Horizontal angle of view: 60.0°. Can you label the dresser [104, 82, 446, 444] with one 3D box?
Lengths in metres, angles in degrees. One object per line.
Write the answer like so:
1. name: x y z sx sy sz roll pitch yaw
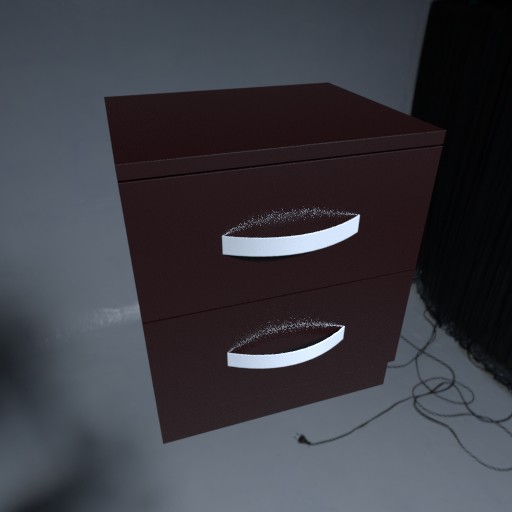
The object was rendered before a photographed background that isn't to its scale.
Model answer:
1. dresser: 0.000 0.000 0.747 0.400 0.470 0.360 -10 33 -15
